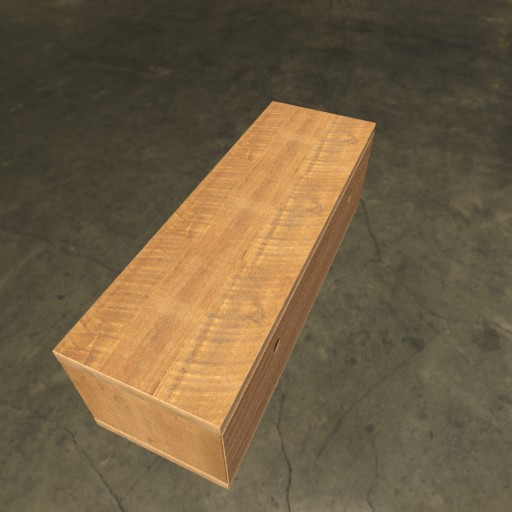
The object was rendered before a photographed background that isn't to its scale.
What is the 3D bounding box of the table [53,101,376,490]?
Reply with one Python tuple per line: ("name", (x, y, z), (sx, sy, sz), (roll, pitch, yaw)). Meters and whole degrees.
("table", (0.000, 0.000, 1.743), (0.499, 0.491, 1.499), (18, 49, 17))
